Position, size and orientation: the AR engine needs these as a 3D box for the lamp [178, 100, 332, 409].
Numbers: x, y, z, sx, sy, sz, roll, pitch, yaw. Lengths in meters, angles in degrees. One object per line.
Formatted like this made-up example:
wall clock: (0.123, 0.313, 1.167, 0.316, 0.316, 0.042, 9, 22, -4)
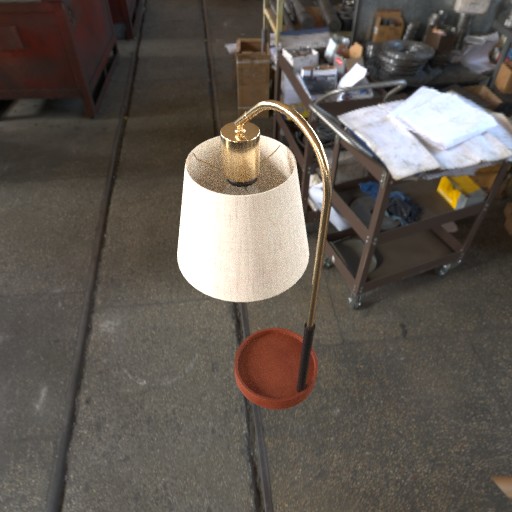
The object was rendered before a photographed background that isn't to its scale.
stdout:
lamp: (0.000, 0.000, 0.688, 0.211, 0.536, 0.273, -31, 53, -27)
